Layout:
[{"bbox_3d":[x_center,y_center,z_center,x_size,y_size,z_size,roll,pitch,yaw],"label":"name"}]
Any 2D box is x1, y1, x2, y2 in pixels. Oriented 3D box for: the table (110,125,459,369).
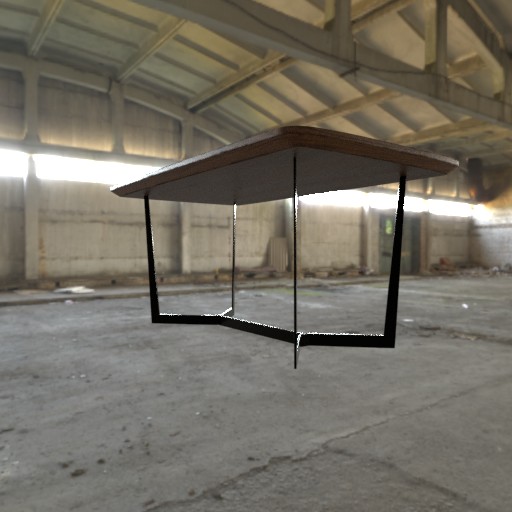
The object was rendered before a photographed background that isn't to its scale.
[{"bbox_3d":[0.000,0.000,2.164,0.949,0.765,1.643,0,1,-37],"label":"table"}]
